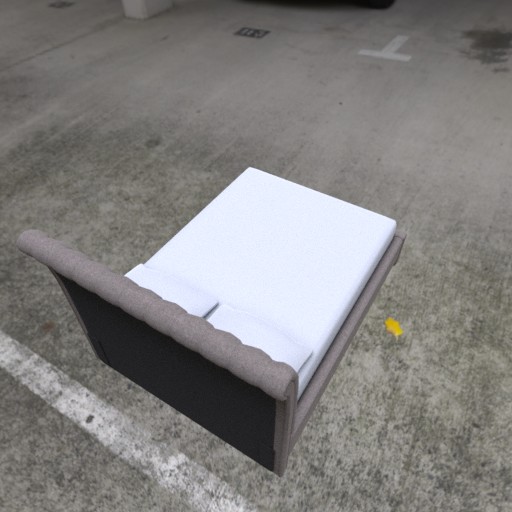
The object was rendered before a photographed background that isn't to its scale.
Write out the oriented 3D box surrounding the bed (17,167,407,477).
[{"bbox_3d":[0.000,0.000,3.198,1.645,1.371,2.252,24,51,21],"label":"bed"}]
